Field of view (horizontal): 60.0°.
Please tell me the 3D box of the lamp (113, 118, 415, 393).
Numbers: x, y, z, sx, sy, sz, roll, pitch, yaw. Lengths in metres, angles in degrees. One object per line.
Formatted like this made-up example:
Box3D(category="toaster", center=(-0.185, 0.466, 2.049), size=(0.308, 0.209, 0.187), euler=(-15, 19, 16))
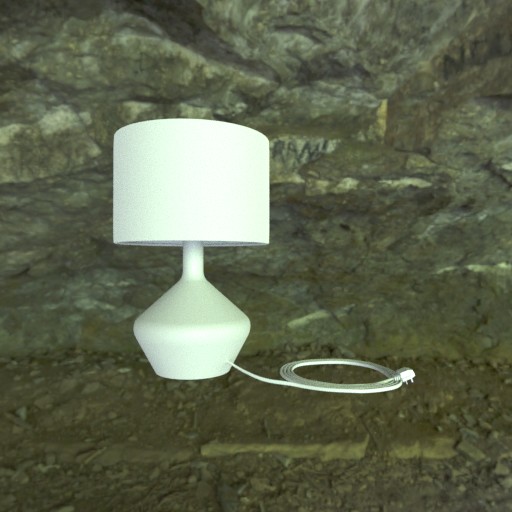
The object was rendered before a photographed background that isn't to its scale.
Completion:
Box3D(category="lamp", center=(0.000, 0.000, 0.859), size=(0.546, 0.457, 0.401), euler=(0, -1, 35))
